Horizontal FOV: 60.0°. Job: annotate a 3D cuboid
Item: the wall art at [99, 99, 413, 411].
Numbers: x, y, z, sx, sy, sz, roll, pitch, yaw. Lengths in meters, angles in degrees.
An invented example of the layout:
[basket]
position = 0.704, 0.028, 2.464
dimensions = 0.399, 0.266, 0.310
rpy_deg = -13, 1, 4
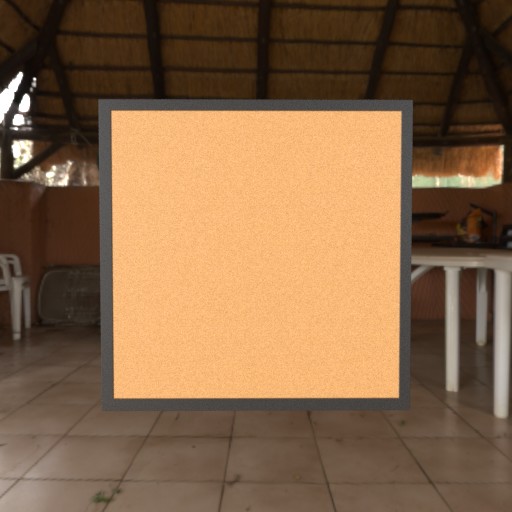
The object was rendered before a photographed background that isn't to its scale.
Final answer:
[wall art]
position = 0.000, 0.000, 0.451
dimensions = 0.304, 0.304, 0.038
rpy_deg = 0, 2, 0
